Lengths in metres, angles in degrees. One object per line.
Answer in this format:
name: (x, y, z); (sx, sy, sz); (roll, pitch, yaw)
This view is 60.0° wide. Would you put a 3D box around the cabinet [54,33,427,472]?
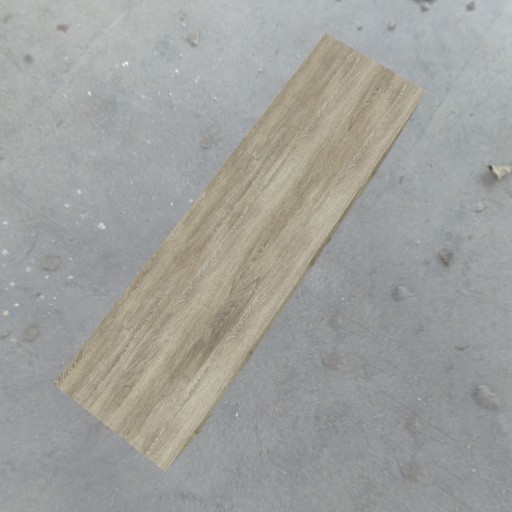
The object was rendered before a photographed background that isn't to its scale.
cabinet: (0.000, 0.000, 1.954); (0.450, 0.870, 1.600); (34, 78, 8)
